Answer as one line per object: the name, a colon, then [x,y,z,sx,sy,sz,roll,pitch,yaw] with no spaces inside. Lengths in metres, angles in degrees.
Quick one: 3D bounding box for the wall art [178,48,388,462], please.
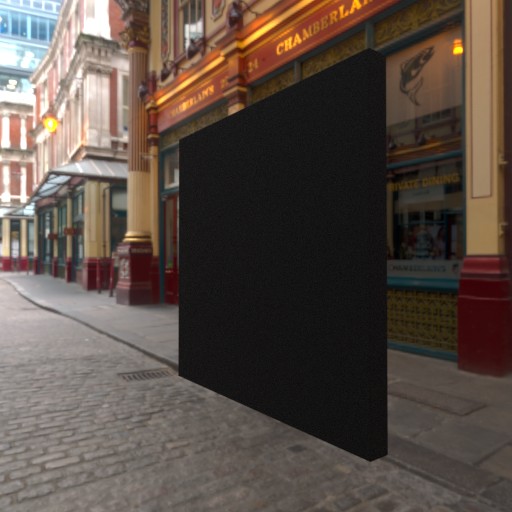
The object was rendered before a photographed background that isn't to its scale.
wall art: [0.000,0.000,0.684,0.030,0.458,0.462,1,-1,-37]
